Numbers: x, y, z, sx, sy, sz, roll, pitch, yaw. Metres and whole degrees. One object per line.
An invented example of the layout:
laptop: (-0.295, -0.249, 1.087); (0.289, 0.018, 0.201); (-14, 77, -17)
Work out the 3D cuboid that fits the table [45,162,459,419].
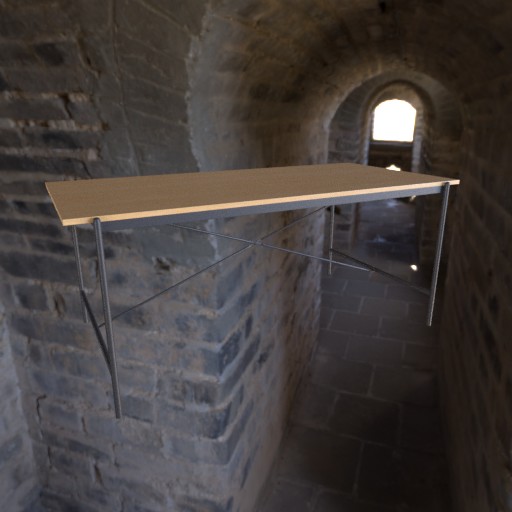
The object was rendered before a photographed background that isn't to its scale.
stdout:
table: (0.000, 0.000, 2.248); (1.800, 0.758, 0.900); (-9, 20, -26)
